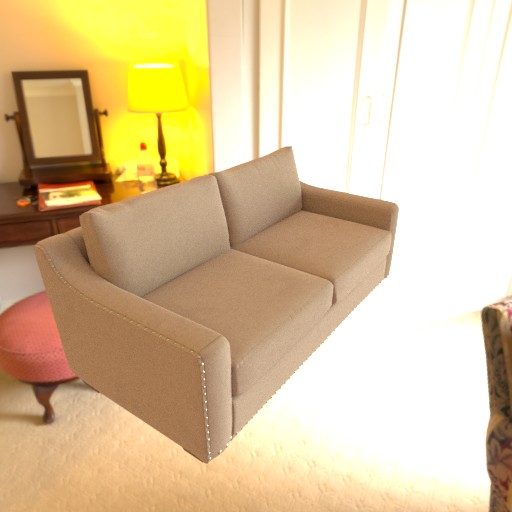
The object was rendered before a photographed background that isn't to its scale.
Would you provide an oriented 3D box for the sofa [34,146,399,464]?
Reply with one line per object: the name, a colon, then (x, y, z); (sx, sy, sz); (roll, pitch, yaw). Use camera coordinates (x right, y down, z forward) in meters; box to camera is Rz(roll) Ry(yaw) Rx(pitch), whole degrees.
sofa: (0.000, 0.000, 2.534); (1.030, 0.901, 1.967); (17, 31, 32)
